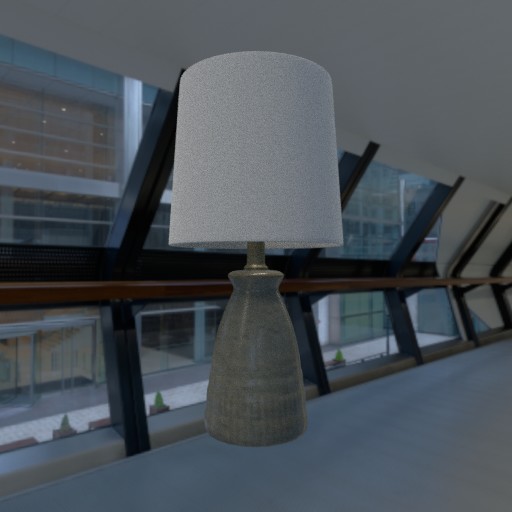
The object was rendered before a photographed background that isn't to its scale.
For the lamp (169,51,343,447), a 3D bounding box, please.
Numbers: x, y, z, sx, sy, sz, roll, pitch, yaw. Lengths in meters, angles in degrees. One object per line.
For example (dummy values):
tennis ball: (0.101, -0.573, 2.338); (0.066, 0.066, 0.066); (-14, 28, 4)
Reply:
lamp: (0.000, 0.000, 0.481); (0.186, 0.369, 0.186); (0, -1, 0)
